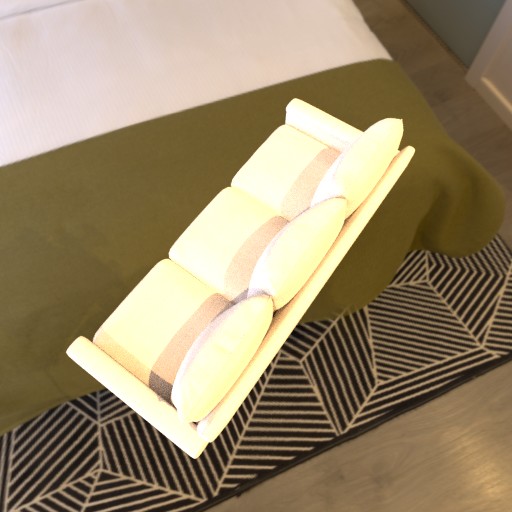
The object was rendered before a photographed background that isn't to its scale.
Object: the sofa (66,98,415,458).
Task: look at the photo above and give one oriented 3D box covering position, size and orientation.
[{"bbox_3d":[0.000,0.000,2.391,0.828,0.961,1.925,33,69,14],"label":"sofa"}]
